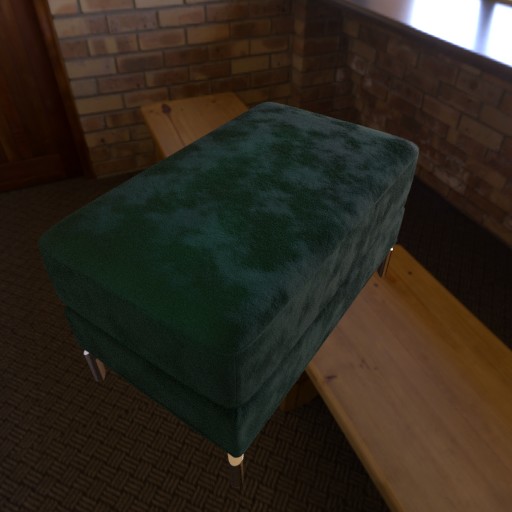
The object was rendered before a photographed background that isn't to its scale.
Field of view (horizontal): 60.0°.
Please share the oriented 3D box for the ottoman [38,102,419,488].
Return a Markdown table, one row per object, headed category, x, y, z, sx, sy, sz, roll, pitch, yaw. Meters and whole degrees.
| category | x | y | z | sx | sy | sz | roll | pitch | yaw |
| --- | --- | --- | --- | --- | --- | --- | --- | --- | --- |
| ottoman | 0.000 | 0.000 | 1.213 | 0.536 | 0.533 | 0.886 | 25 | 47 | 25 |
